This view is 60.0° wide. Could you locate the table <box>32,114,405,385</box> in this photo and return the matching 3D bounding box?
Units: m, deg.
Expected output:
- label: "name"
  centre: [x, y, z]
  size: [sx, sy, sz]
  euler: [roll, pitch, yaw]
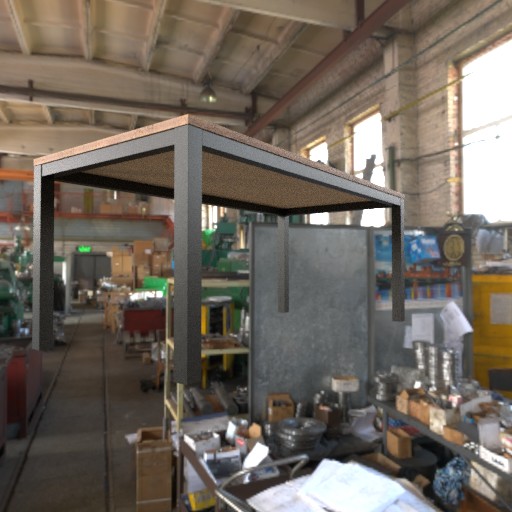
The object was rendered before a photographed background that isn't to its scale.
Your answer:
- label: "table"
  centre: [0.000, 0.000, 2.238]
  size: [0.893, 0.767, 1.805]
  euler: [-1, -1, 37]
